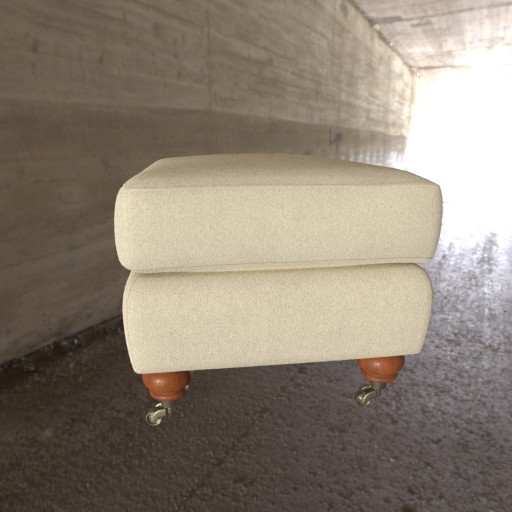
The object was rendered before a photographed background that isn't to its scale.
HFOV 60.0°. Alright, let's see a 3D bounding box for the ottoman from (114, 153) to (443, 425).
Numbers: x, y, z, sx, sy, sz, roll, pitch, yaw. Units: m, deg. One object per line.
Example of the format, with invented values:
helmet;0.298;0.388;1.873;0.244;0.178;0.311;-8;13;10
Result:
ottoman;0.000;0.000;1.117;0.569;0.499;0.773;-2;15;-8
